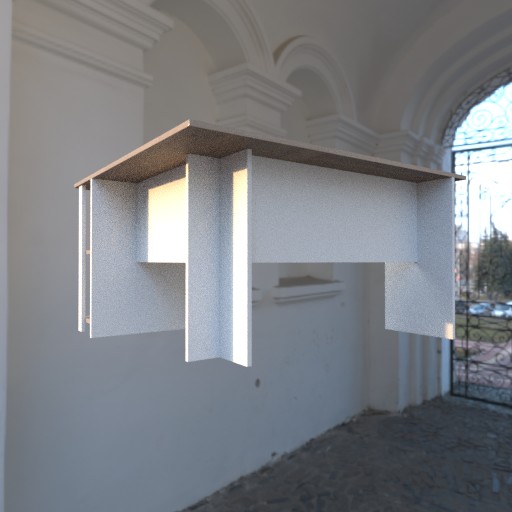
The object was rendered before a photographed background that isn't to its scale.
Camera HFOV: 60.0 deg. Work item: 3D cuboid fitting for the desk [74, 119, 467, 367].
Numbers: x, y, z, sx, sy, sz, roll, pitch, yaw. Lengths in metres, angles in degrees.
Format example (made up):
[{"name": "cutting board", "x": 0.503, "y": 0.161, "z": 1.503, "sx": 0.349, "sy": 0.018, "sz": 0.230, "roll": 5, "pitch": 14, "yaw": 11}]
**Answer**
[{"name": "desk", "x": 0.000, "y": 0.000, "z": 2.095, "sx": 1.361, "sy": 0.716, "sz": 1.303, "roll": 0, "pitch": -1, "yaw": -35}]
